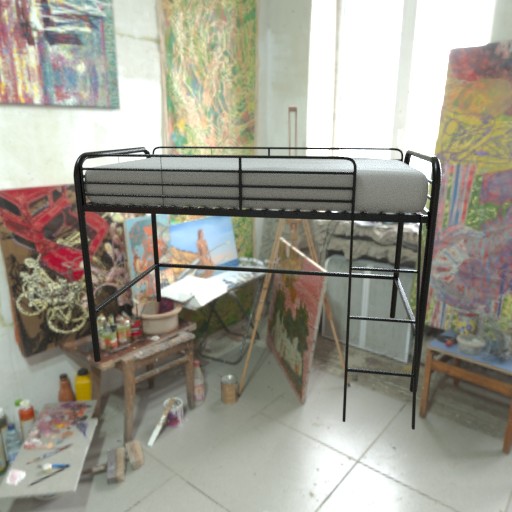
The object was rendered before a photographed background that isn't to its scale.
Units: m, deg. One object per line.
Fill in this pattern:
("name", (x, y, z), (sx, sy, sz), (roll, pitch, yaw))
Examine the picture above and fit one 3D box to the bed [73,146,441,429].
("bed", (0.000, 0.000, 2.812), (1.968, 1.289, 1.393), (3, 16, 10))
